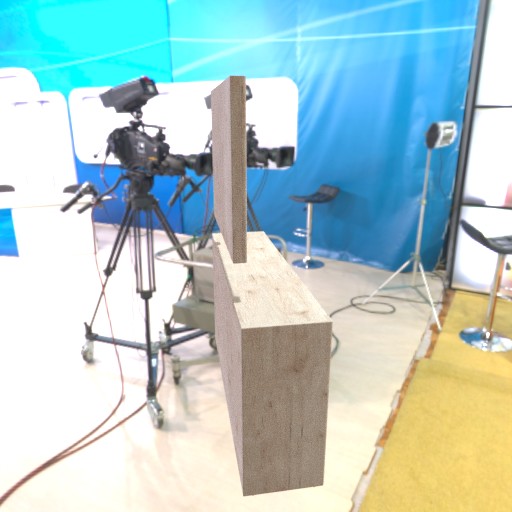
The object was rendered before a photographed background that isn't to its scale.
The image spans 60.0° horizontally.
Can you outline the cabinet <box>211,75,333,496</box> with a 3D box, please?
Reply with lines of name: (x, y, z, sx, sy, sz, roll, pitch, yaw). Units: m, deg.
cabinet: (0.000, 0.000, 2.751, 0.420, 1.981, 1.700, -3, 17, -9)
